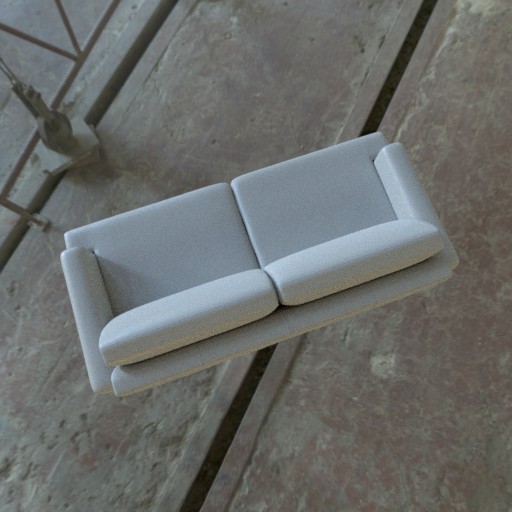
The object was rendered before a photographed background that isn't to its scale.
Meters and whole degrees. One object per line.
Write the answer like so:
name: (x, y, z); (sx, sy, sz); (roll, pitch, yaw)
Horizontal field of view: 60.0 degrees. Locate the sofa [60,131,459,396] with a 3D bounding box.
sofa: (0.000, 0.000, 2.400); (1.940, 0.765, 0.974); (-19, 76, -5)
